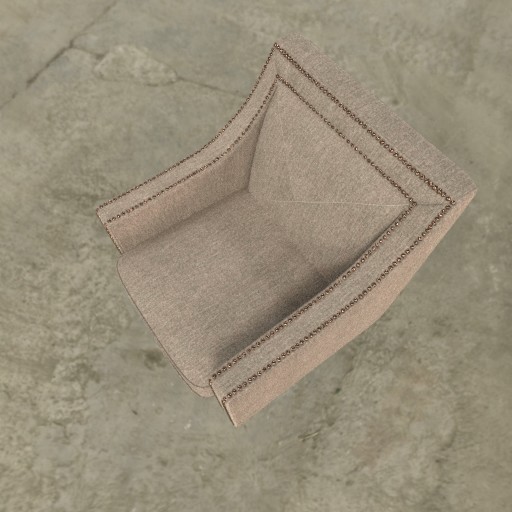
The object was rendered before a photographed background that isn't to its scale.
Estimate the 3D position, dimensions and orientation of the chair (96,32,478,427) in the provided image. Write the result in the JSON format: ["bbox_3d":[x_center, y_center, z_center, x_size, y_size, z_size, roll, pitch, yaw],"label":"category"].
[{"bbox_3d":[0.000,0.000,1.563,0.884,0.967,0.776,-33,67,-16],"label":"chair"}]
